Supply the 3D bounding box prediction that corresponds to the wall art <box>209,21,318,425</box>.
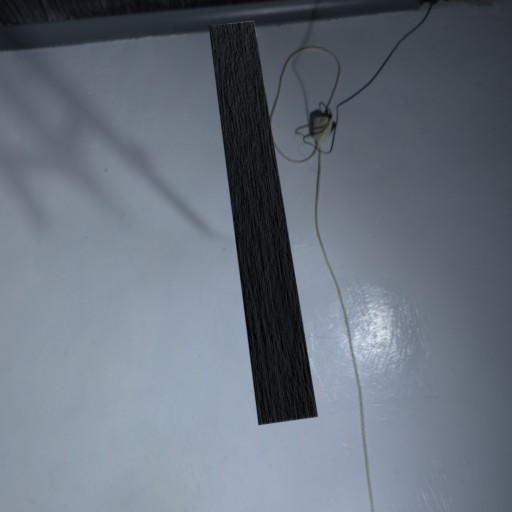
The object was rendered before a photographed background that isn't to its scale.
[{"bbox_3d":[0.000,0.000,0.462,0.037,0.305,0.305,-7,74,-2],"label":"wall art"}]
